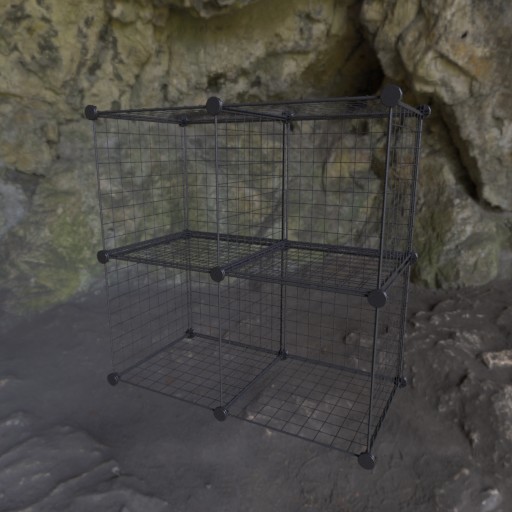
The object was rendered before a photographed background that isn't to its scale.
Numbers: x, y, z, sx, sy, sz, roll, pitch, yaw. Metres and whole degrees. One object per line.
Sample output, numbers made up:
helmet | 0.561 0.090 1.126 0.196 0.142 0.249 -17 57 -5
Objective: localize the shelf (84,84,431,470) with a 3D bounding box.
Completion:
shelf | 0.000 0.000 1.096 0.711 0.711 0.356 7 15 27
